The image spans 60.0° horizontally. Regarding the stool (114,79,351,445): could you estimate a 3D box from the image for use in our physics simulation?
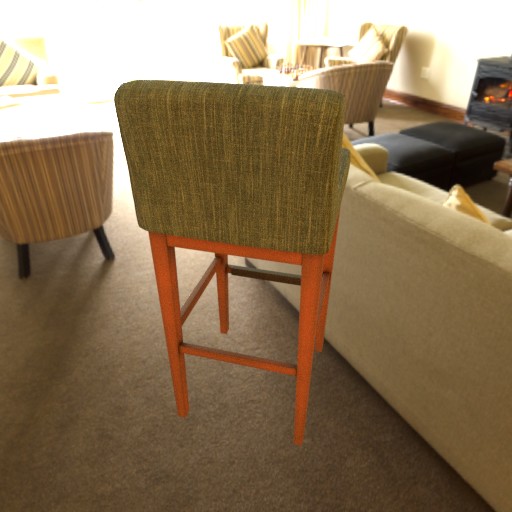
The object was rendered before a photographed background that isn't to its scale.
[{"bbox_3d":[0.000,0.000,1.213,0.426,0.965,0.499,8,33,13],"label":"stool"}]
